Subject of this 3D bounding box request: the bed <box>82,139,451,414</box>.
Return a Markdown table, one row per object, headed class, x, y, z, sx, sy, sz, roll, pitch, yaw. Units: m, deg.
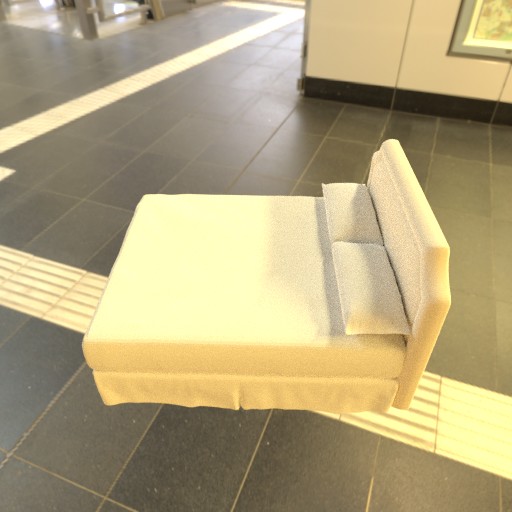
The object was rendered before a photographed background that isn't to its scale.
| class | x | y | z | sx | sy | sz | roll | pitch | yaw |
| --- | --- | --- | --- | --- | --- | --- | --- | --- | --- |
| bed | 0.000 | 0.000 | 3.915 | 2.548 | 1.524 | 2.134 | 1 | 40 | 1 |
